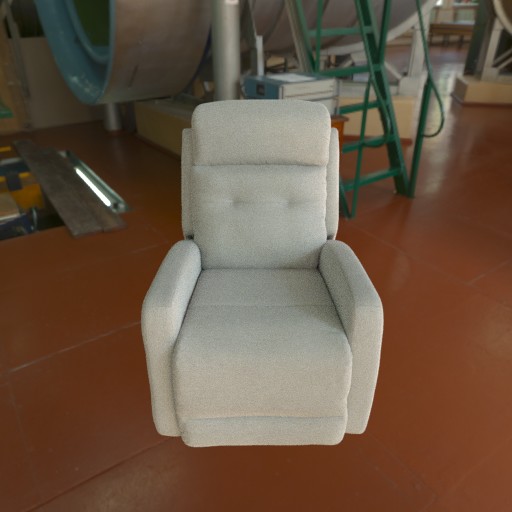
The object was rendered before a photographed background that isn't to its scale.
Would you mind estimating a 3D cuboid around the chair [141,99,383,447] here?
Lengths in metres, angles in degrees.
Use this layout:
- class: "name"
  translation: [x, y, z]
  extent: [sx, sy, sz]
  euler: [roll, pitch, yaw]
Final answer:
- class: "chair"
  translation: [0.000, 0.000, 1.724]
  extent: [0.798, 1.013, 1.043]
  euler: [0, 30, 0]
